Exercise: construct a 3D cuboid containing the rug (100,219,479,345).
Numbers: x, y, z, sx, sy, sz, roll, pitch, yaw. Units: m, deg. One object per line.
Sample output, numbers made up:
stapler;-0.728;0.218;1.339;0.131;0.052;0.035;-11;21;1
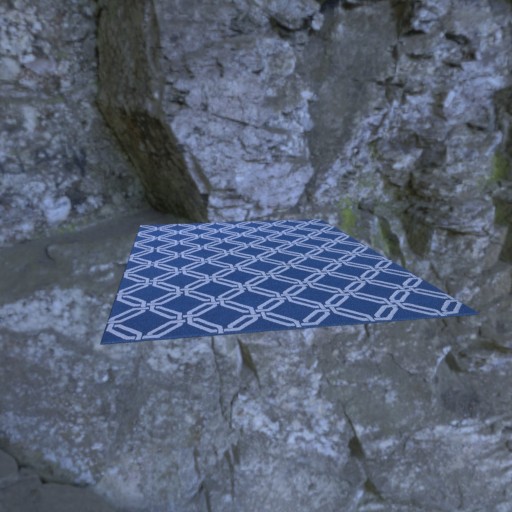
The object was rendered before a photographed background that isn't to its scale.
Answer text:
rug;0.000;0.000;4.332;2.432;0.018;3.342;-3;16;-10
